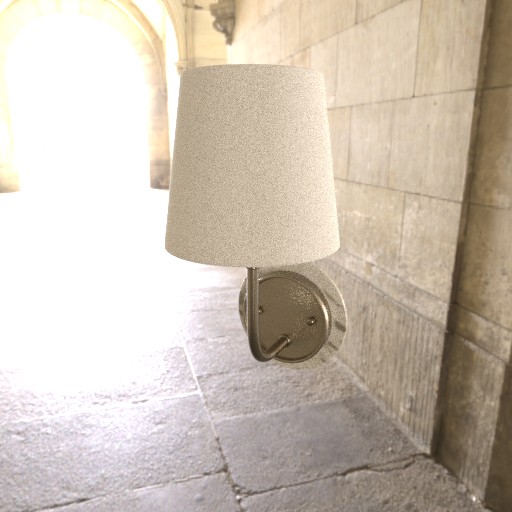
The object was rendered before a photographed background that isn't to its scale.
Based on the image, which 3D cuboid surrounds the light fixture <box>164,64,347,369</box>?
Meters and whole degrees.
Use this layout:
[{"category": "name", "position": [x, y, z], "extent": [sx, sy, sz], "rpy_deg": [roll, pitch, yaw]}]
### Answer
[{"category": "light fixture", "position": [0.000, 0.000, 0.445], "extent": [0.168, 0.337, 0.188], "rpy_deg": [8, 17, 27]}]
